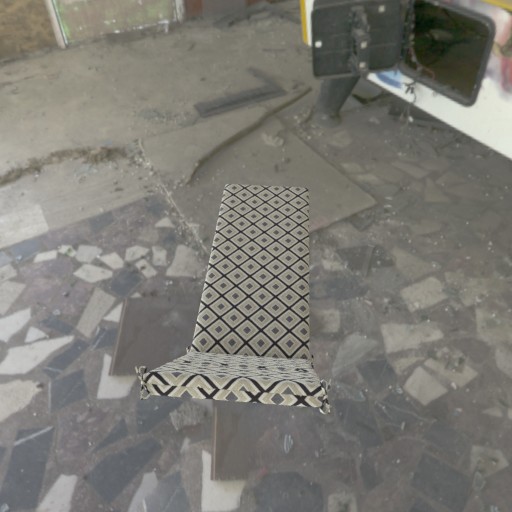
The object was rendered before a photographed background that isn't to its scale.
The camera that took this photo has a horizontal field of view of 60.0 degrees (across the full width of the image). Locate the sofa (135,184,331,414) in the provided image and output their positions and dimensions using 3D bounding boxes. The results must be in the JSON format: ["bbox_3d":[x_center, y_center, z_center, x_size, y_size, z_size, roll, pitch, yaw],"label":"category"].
[{"bbox_3d":[0.000,0.000,1.992,0.582,0.622,1.663,3,47,3],"label":"sofa"}]
